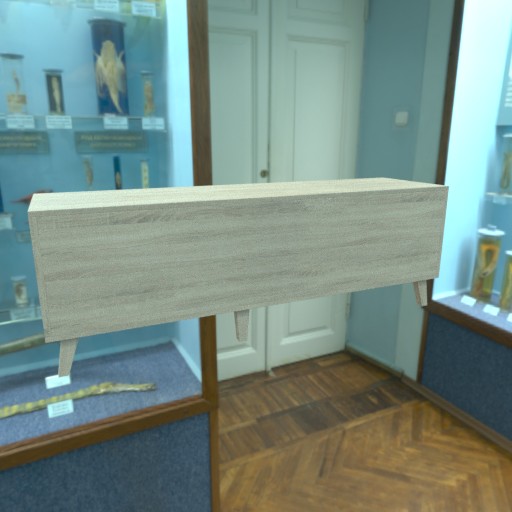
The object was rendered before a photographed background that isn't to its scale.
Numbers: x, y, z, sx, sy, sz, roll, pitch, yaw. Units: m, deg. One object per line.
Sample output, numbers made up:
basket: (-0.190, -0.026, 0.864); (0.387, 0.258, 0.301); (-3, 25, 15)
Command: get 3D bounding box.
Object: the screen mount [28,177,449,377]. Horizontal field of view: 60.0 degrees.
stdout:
screen mount: (0.000, 0.000, 1.710); (1.500, 0.510, 0.400); (-7, 17, -23)
